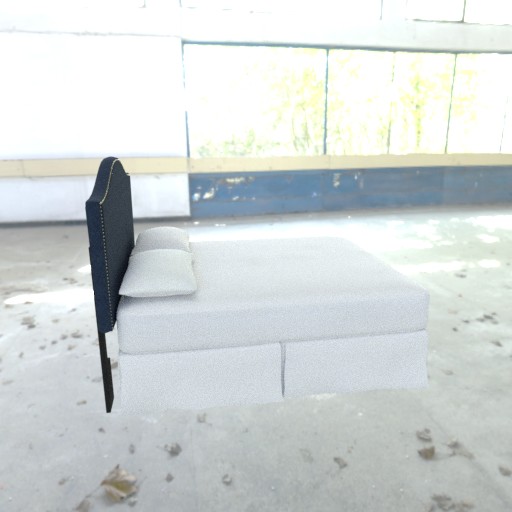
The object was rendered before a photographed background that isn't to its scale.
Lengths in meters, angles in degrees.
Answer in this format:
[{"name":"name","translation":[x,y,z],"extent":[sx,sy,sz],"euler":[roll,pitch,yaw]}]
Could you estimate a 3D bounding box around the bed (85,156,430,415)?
[{"name":"bed","translation":[0.000,0.000,3.427],"extent":[2.153,1.518,1.725],"euler":[-3,16,-10]}]
